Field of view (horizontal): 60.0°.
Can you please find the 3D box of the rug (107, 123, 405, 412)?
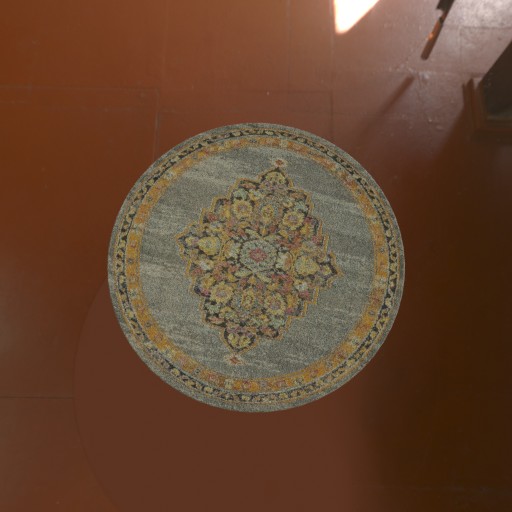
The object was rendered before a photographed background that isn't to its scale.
[{"bbox_3d":[0.000,0.000,2.391,1.598,0.010,1.598,0,76,0],"label":"rug"}]
